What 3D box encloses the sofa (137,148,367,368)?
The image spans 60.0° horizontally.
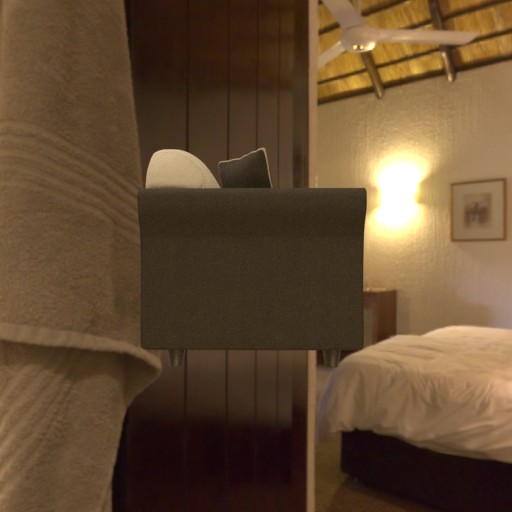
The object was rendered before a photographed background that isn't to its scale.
[{"bbox_3d":[0.000,0.000,2.436,0.755,0.787,2.001,0,0,1],"label":"sofa"}]
